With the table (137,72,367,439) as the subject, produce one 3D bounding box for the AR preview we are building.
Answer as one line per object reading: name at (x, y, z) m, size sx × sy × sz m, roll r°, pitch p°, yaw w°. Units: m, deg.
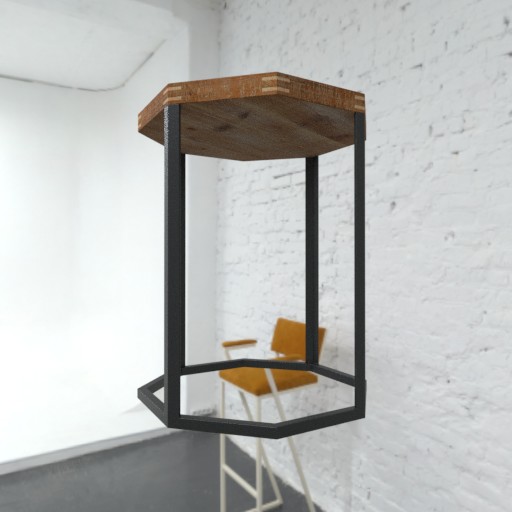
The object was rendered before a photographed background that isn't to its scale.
table at (0.000, 0.000, 0.881) m, size 0.458 × 0.543 × 0.458 m, roll 0°, pitch 0°, yaw 37°
